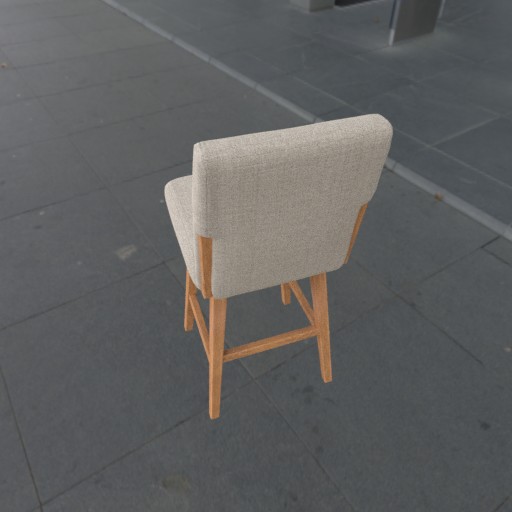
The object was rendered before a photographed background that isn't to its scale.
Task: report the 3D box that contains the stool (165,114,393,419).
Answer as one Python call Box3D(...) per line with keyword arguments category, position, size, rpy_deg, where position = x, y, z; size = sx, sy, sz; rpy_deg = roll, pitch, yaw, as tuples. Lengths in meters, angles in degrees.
Box3D(category="stool", position=(0.000, 0.000, 1.421), size=(0.483, 1.106, 0.569), rpy_deg=(-13, 44, -14))
